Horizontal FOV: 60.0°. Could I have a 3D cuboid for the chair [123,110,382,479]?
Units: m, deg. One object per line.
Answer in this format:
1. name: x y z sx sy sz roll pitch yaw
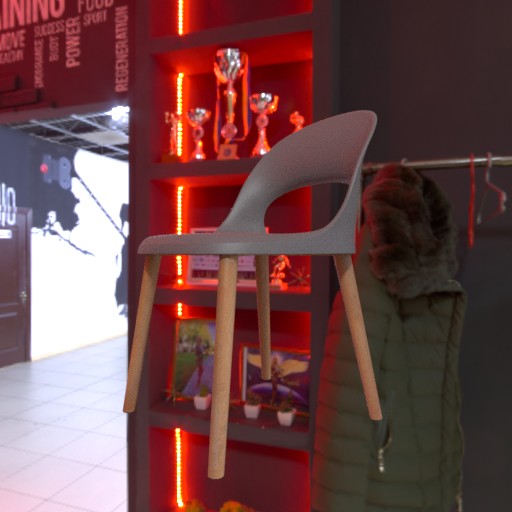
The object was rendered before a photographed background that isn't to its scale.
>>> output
1. chair: 0.000 0.000 1.116 0.556 0.795 0.470 -1 1 -38
